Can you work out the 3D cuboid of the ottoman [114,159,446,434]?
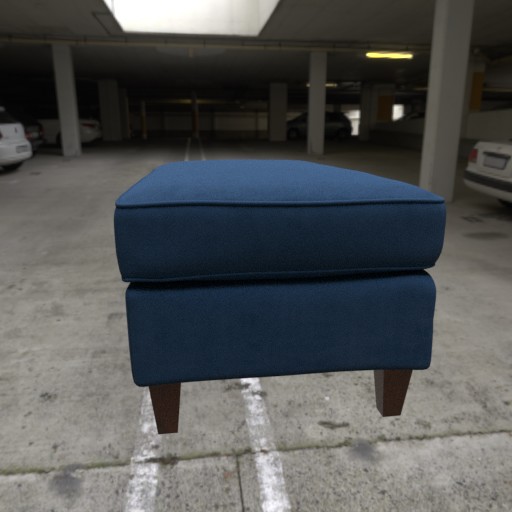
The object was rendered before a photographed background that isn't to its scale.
[{"bbox_3d":[0.000,0.000,1.175,0.583,0.484,0.862,-2,15,-8],"label":"ottoman"}]
